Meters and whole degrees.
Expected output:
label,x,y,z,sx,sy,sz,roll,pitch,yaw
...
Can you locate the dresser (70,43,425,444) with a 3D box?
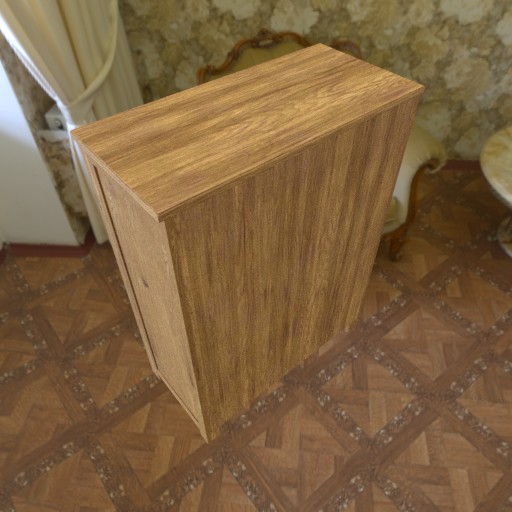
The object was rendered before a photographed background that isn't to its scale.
label,x,y,z,sx,sy,sz,roll,pitch,yaw
dresser,0.000,0.000,1.968,1.081,1.431,0.558,-31,53,-26
